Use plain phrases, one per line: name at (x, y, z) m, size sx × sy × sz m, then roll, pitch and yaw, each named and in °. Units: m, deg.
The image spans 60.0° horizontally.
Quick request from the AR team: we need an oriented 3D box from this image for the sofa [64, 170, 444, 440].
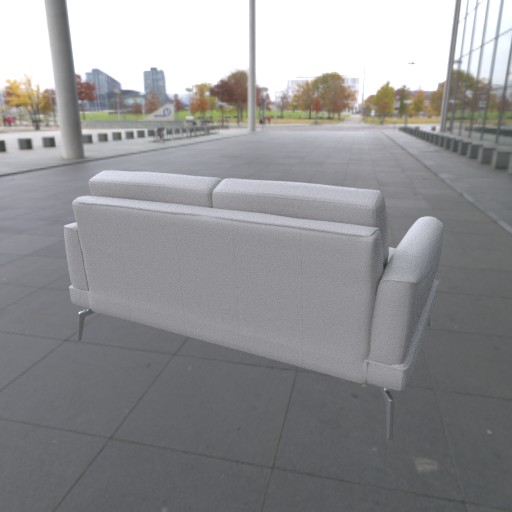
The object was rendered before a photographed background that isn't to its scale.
sofa at (0.000, 0.000, 2.412) m, size 1.819 × 0.930 × 1.121 m, roll 9°, pitch 20°, yaw 26°
